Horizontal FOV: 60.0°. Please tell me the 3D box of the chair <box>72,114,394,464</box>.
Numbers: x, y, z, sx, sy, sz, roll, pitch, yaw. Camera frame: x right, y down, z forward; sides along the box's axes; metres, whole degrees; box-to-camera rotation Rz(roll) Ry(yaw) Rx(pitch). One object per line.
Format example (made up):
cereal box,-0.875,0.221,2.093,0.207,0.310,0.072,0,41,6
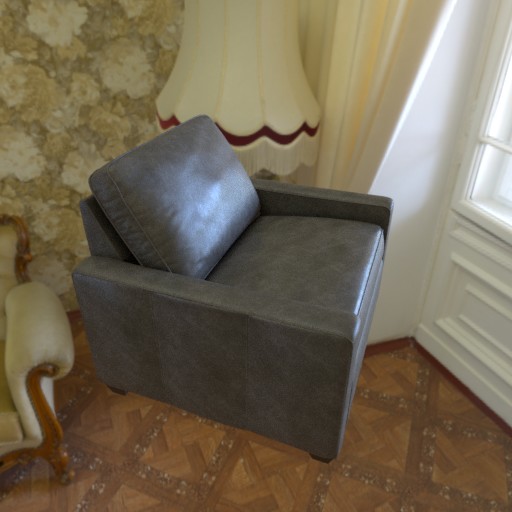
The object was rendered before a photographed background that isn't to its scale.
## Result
chair,0.000,0.000,1.750,0.939,0.916,1.006,11,33,18
